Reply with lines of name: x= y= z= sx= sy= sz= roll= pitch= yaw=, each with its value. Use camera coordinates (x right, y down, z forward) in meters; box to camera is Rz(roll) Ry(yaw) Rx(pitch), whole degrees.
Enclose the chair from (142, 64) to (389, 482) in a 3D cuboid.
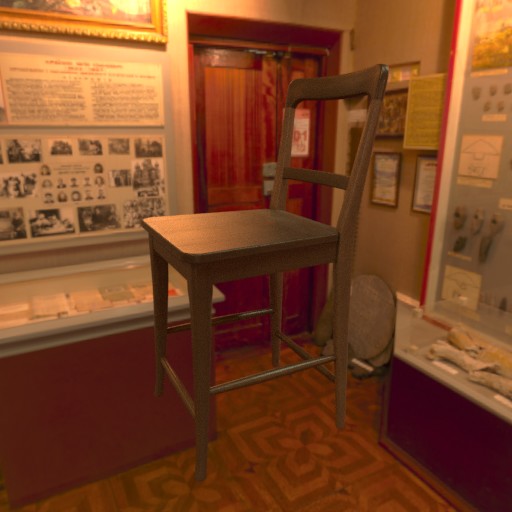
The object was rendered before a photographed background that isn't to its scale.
chair: x=0.000 y=0.000 z=1.255 sx=0.546 sy=0.991 sz=0.450 roll=-8 pitch=18 yaw=-25
